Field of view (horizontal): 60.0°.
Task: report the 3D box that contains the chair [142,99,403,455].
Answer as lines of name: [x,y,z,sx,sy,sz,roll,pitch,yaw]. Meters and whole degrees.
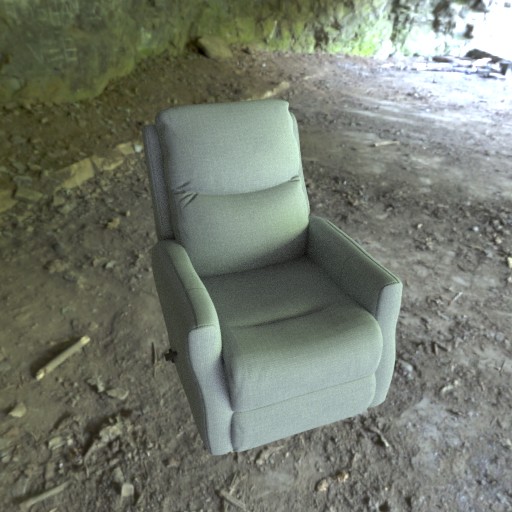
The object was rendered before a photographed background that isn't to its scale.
chair: [0.000,0.000,1.778,0.829,1.030,1.080,-11,33,-17]
